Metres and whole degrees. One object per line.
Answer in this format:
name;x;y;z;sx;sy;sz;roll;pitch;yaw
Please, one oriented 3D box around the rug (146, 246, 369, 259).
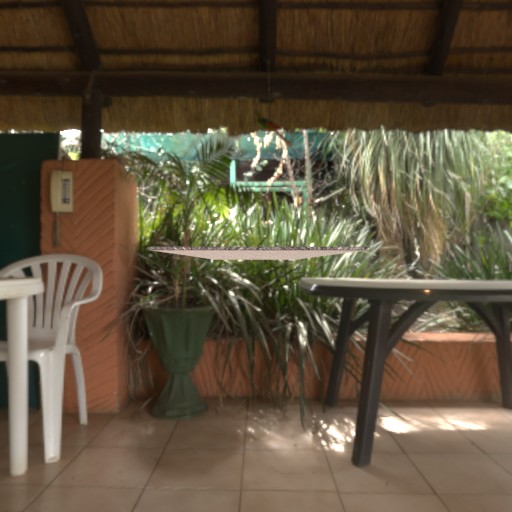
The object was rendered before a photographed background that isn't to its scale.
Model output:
rug;0.000;0.000;2.556;0.719;0.013;2.305;0;-1;-1
